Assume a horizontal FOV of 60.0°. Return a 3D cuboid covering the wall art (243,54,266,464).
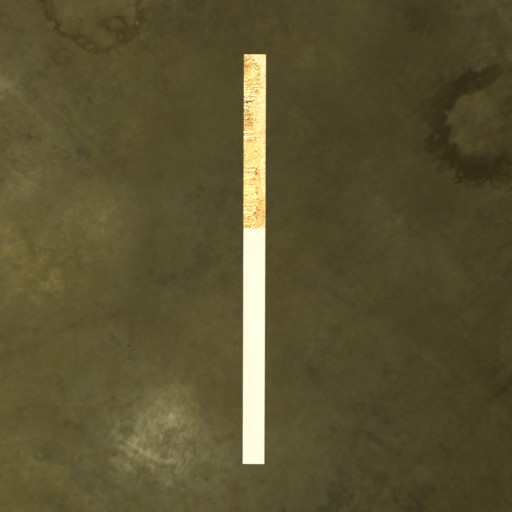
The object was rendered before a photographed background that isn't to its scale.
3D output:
[{"bbox_3d":[0.000,0.000,0.802,0.026,0.613,0.458,0,91,0],"label":"wall art"}]
